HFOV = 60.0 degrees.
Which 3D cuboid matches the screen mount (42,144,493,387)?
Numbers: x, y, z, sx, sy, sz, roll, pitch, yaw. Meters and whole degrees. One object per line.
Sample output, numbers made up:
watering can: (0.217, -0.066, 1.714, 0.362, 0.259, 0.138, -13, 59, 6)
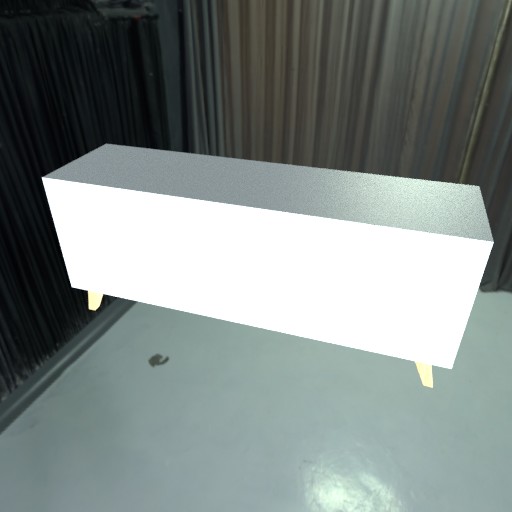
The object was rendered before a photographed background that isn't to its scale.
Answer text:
screen mount: (0.000, 0.000, 1.728, 1.490, 0.619, 0.400, 10, 34, 15)
